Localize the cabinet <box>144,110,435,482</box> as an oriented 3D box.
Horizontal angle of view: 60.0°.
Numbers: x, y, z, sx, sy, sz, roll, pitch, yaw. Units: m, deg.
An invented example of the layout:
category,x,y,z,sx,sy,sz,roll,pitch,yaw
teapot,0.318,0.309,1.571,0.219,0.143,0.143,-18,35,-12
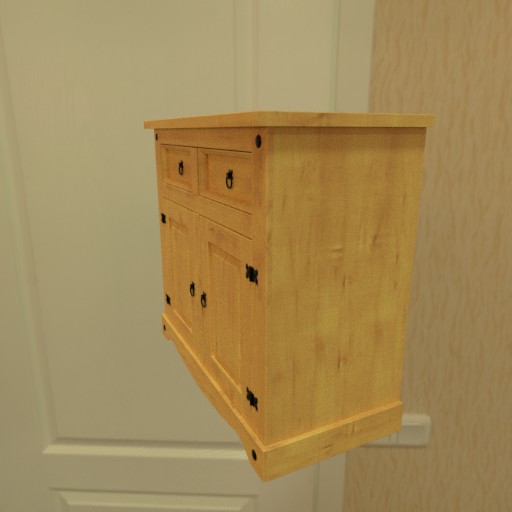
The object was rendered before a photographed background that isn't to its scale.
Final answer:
category,x,y,z,sx,sy,sz,roll,pitch,yaw
cabinet,0.000,0.000,1.417,0.450,0.840,0.920,-8,17,-25
